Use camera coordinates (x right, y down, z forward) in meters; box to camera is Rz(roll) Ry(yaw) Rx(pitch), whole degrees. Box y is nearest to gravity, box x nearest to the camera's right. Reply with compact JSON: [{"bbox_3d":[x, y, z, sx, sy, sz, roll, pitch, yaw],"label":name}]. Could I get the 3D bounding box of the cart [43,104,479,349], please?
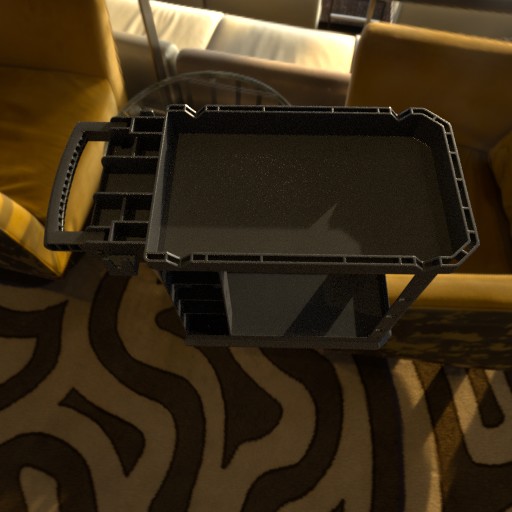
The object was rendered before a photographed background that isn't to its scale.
[{"bbox_3d":[0.000,0.000,1.525,1.061,0.884,0.497,1,63,0],"label":"cart"}]
